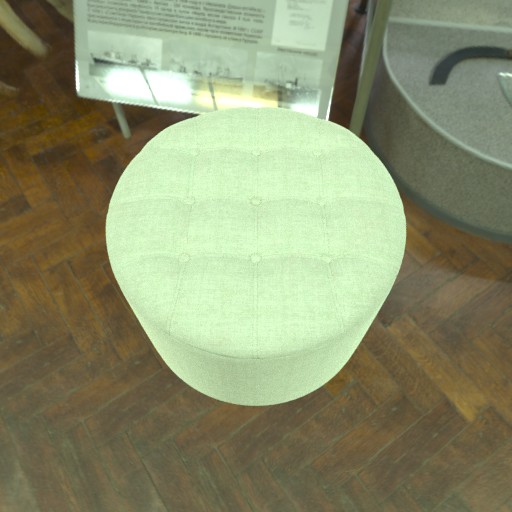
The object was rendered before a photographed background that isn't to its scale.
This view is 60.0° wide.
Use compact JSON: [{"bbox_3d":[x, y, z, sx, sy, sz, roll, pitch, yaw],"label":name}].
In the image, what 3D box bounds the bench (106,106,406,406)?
[{"bbox_3d":[0.000,0.000,1.039,0.600,0.453,0.600,0,59,0],"label":"bench"}]
